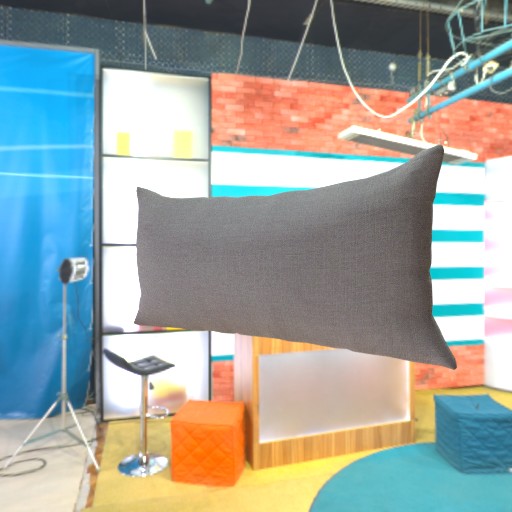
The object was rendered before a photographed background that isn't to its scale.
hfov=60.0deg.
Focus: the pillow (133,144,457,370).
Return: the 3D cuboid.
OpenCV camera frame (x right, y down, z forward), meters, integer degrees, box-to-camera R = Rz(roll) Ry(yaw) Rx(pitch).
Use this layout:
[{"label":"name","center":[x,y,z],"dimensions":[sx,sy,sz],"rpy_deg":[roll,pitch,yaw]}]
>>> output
[{"label":"pillow","center":[0.000,0.000,0.747],"dimensions":[0.631,0.290,0.148],"rpy_deg":[0,0,36]}]
